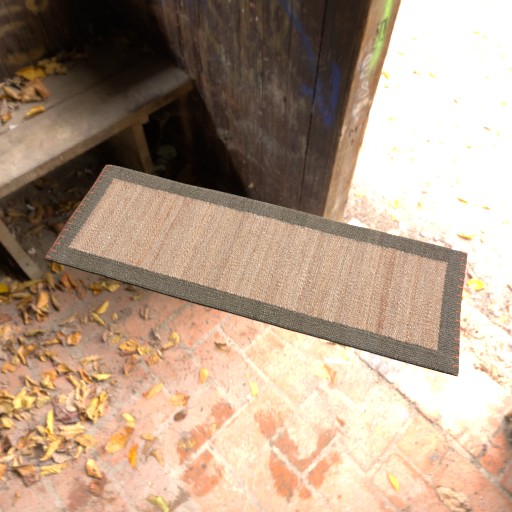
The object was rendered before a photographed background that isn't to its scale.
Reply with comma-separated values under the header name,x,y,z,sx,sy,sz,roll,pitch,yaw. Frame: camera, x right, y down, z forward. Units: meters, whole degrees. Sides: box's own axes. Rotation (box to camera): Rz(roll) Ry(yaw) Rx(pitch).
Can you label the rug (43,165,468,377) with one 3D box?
name,x,y,z,sx,sy,sz,roll,pitch,yaw
rug,0.000,0.000,2.650,2.413,0.016,0.810,15,59,9
